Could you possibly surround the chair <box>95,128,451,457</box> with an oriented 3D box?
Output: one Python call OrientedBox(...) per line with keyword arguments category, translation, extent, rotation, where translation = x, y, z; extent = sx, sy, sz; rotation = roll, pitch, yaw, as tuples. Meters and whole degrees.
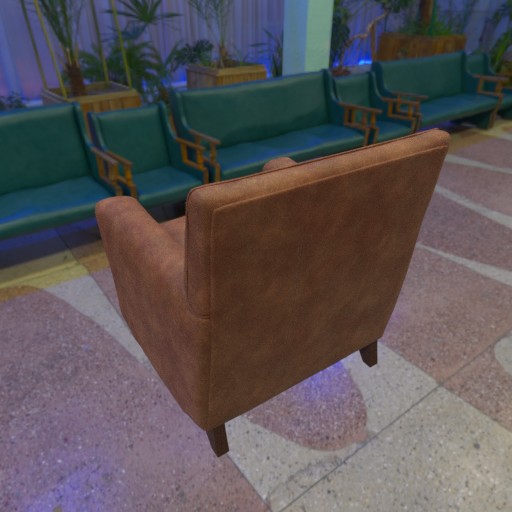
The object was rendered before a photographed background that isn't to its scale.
OrientedBox(category="chair", translation=(0.000, 0.000, 1.575), extent=(0.870, 0.943, 0.823), rotation=(-20, 36, -29))
